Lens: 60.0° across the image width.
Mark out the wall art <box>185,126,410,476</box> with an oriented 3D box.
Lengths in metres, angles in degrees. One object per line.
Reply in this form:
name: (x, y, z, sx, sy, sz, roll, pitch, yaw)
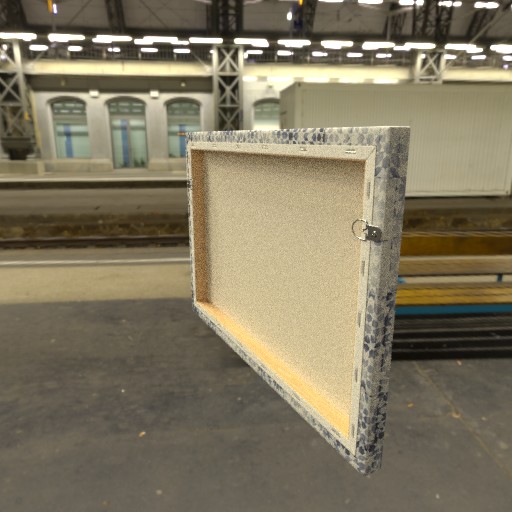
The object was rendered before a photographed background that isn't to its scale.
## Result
wall art: (0.000, 0.000, 0.745, 0.030, 0.406, 0.608, -8, 17, -27)
